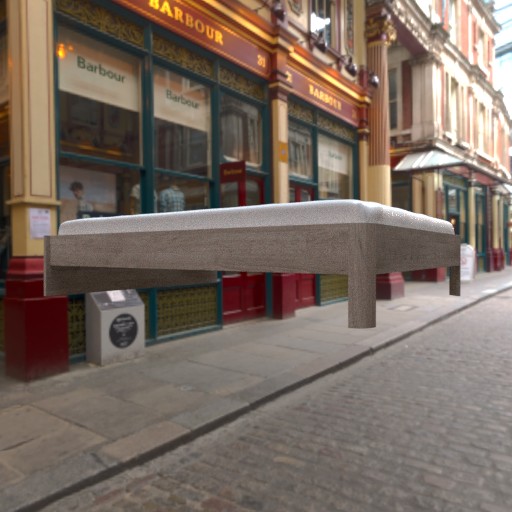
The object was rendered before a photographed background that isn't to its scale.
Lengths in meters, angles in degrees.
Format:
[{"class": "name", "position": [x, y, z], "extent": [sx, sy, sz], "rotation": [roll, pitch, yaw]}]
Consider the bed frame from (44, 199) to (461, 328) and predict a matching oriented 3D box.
[{"class": "bed frame", "position": [0.000, 0.000, 2.589], "extent": [1.950, 0.462, 1.490], "rotation": [0, 1, 36]}]
